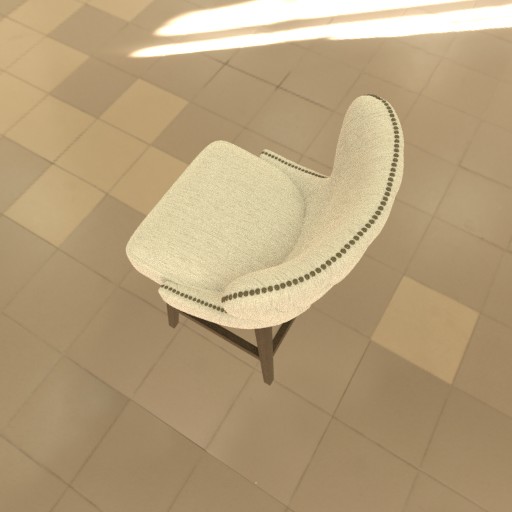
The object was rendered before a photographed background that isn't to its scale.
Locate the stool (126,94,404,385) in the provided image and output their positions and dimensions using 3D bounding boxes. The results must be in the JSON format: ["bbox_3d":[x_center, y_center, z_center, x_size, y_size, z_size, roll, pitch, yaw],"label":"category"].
[{"bbox_3d":[0.000,0.000,1.341,0.597,0.972,0.615,28,66,13],"label":"stool"}]
